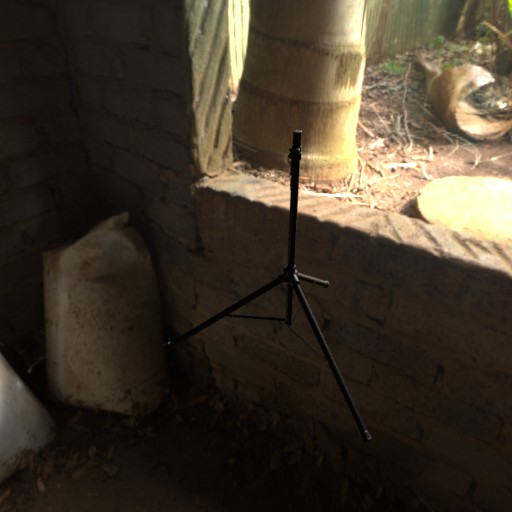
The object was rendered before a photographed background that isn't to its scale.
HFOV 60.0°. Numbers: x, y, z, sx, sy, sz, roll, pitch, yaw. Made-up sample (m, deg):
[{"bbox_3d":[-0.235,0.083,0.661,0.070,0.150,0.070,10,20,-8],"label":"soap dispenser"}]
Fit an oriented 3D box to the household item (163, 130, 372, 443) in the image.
[{"bbox_3d":[0.000,0.000,2.819,1.339,1.595,1.596,0,32,0],"label":"household item"}]
